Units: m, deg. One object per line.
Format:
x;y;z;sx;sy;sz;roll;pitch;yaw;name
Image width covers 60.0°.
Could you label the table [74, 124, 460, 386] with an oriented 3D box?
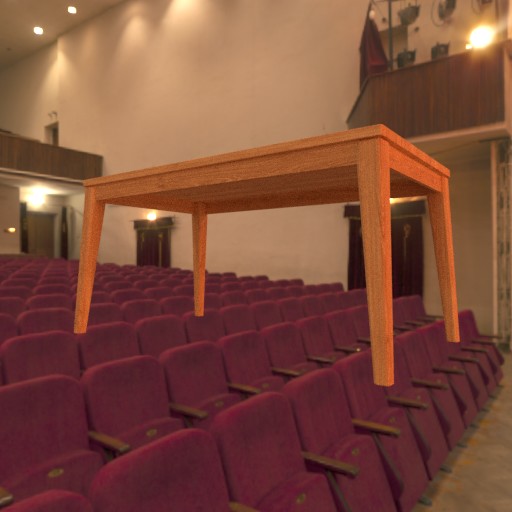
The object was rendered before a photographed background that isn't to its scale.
0.000;0.000;2.094;1.600;0.760;0.900;-1;-1;36;table
